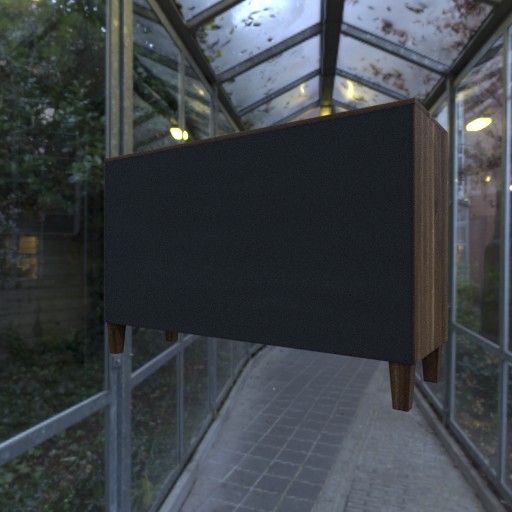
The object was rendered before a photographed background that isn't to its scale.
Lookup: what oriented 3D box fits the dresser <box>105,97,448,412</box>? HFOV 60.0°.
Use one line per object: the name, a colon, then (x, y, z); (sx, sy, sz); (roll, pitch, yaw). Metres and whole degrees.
dresser: (0.000, 0.000, 1.818); (1.387, 0.892, 0.438); (0, 0, 35)
